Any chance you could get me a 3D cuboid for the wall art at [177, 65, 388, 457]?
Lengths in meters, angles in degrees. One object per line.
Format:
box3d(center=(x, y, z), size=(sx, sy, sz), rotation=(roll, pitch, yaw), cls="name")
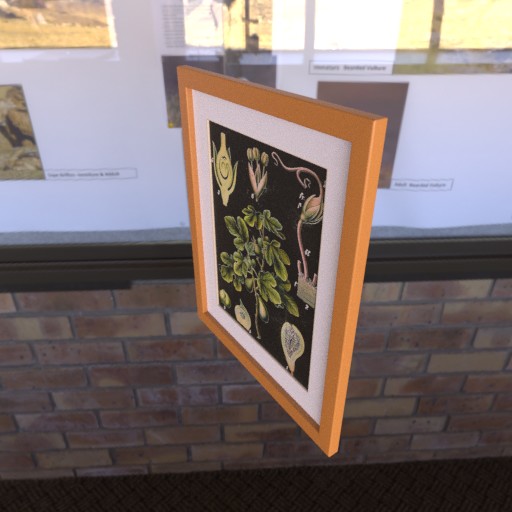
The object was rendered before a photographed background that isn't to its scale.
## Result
box3d(center=(0.000, 0.000, 0.519), size=(0.015, 0.379, 0.310), rotation=(-20, 36, -29), cls="wall art")
